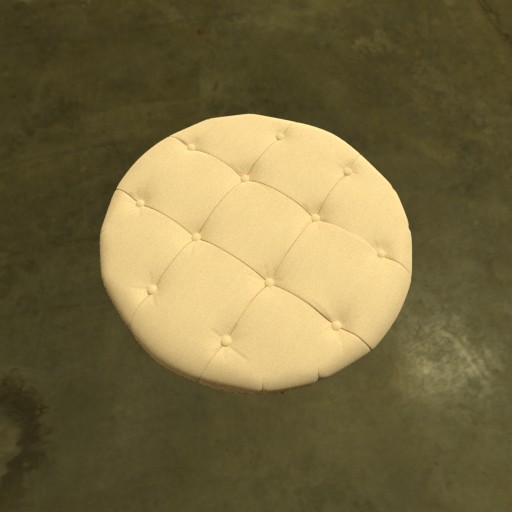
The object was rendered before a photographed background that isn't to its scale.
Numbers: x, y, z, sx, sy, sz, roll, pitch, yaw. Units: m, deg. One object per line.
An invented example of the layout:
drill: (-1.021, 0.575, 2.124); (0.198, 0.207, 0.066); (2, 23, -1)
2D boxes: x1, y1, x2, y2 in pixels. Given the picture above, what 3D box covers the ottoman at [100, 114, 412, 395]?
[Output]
ottoman: (0.000, 0.000, 1.417); (0.901, 0.439, 0.901); (0, 64, 0)
